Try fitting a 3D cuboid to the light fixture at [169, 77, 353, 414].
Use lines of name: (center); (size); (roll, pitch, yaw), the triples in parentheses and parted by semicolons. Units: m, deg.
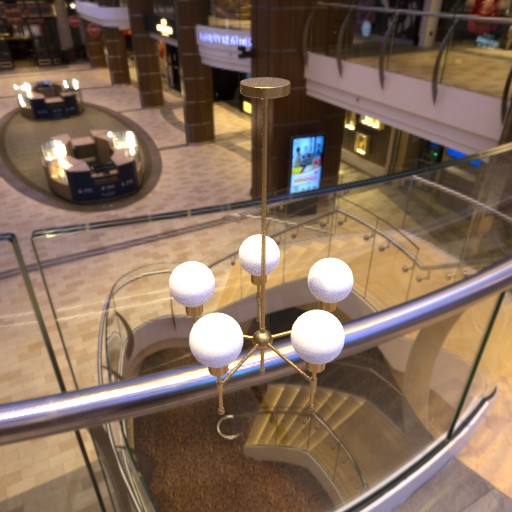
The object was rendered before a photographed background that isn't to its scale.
light fixture: (0.000, 0.000, 1.786); (0.785, 1.331, 0.815); (8, 33, 13)
